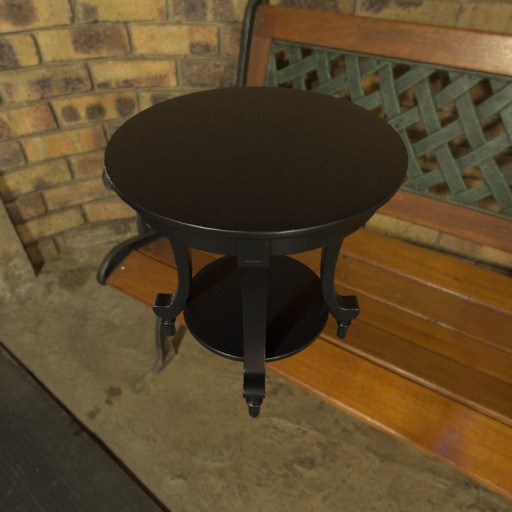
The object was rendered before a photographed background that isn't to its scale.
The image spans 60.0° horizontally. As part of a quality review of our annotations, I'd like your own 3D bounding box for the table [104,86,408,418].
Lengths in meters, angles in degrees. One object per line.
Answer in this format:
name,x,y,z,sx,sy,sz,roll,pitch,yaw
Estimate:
table,0.000,0.000,1.097,0.597,0.618,0.597,0,41,0
